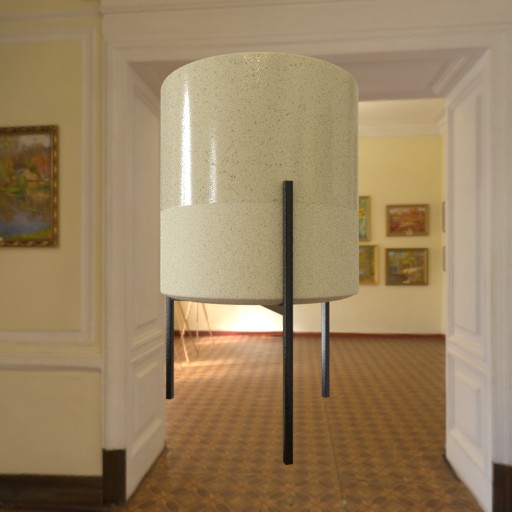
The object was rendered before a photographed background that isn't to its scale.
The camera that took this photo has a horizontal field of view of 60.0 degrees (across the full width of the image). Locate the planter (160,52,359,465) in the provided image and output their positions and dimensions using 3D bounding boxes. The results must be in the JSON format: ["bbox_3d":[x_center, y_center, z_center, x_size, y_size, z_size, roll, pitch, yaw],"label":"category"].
[{"bbox_3d":[0.000,0.000,0.538,0.243,0.390,0.234,0,0,19],"label":"planter"}]
